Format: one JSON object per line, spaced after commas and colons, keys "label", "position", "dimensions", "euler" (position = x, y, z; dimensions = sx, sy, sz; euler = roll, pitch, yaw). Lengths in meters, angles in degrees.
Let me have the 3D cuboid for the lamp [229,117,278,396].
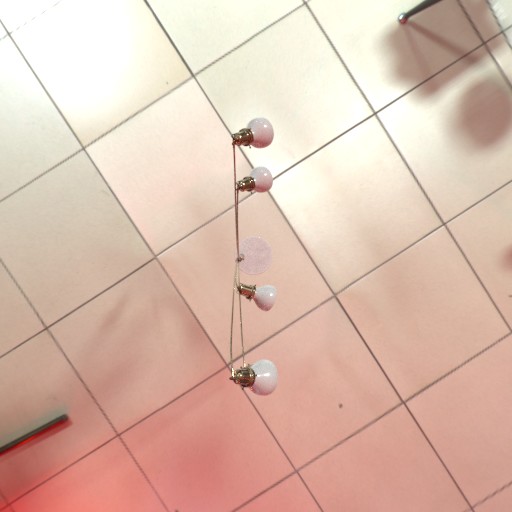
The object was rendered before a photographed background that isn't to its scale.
{"label": "lamp", "position": [0.000, 0.000, 2.998], "dimensions": [0.361, 2.423, 1.405], "euler": [0, 92, -1]}
